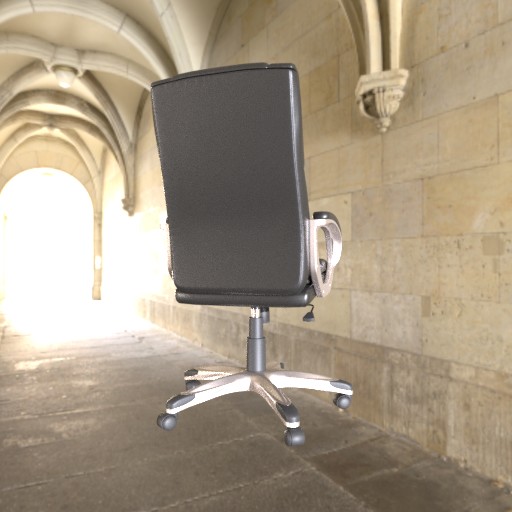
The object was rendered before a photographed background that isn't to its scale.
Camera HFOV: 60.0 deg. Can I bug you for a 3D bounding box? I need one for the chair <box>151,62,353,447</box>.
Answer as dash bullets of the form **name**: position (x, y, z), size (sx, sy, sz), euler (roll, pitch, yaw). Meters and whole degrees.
- **chair**: position (0.000, 0.000, 1.684), size (0.700, 1.145, 0.780), euler (0, -1, 18)
